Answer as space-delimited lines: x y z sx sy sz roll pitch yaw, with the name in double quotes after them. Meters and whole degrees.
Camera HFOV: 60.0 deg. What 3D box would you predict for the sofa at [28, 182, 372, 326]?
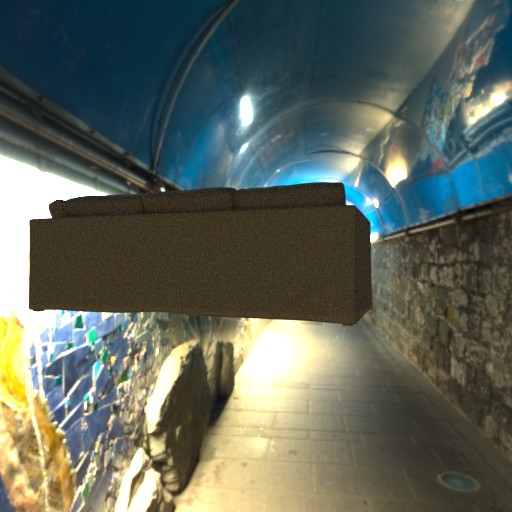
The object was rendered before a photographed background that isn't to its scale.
0.000 0.000 4.542 2.427 0.882 3.460 0 -1 19 "sofa"
